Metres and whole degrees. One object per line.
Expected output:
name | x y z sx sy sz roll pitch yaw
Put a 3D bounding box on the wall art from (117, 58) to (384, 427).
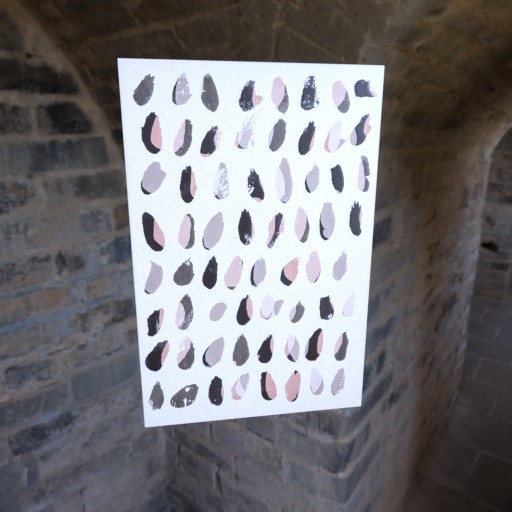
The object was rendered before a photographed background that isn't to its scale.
wall art | 0.000 0.000 0.753 0.405 0.608 0.025 -2 15 -9
